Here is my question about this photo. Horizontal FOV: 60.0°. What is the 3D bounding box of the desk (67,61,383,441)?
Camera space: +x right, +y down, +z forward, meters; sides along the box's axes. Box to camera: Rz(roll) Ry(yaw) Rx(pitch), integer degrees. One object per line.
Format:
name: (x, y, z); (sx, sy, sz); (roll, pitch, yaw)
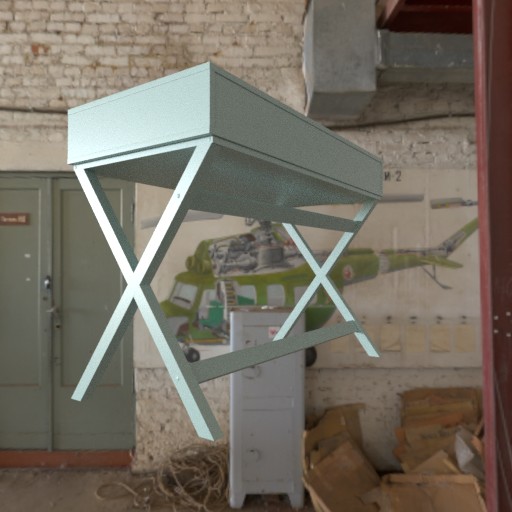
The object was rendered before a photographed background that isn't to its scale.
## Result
desk: (0.000, 0.000, 1.481); (0.509, 0.780, 1.059); (-1, -1, 35)
